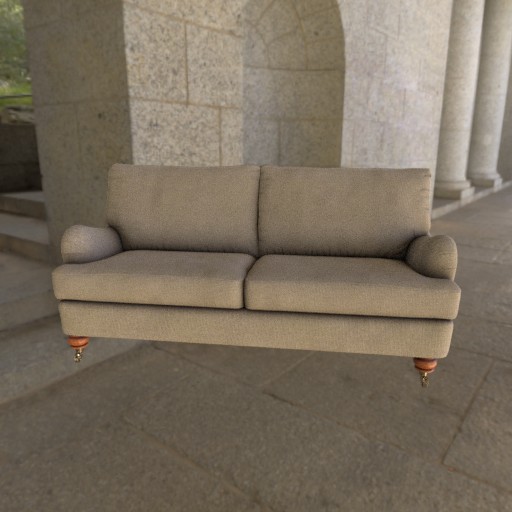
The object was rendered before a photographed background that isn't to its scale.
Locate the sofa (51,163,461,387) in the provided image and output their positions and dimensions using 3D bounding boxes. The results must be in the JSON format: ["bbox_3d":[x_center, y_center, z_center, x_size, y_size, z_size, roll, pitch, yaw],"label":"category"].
[{"bbox_3d":[0.000,0.000,2.759,2.193,1.096,1.069,2,15,8],"label":"sofa"}]
